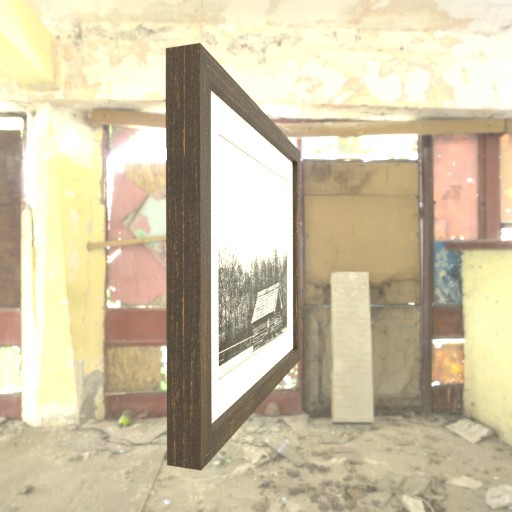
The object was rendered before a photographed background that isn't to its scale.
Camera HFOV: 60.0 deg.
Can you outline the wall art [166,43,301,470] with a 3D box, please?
[{"bbox_3d":[0.000,0.000,0.529,0.031,0.330,0.381,0,0,17],"label":"wall art"}]
